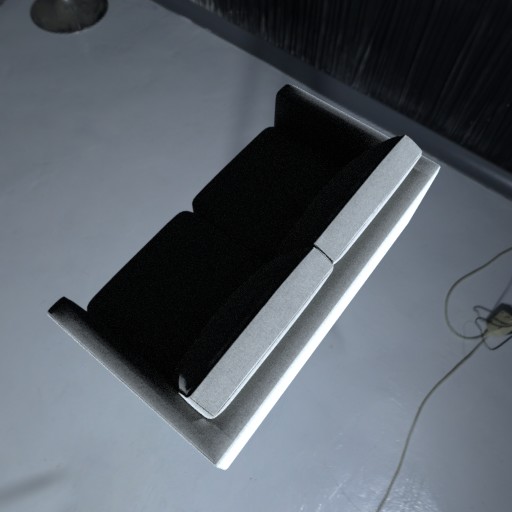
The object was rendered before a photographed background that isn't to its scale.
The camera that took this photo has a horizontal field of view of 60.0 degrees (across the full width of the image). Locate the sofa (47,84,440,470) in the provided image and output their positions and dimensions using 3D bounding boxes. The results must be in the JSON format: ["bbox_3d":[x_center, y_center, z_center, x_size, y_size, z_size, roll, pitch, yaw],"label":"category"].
[{"bbox_3d":[0.000,0.000,2.276,1.000,0.900,1.731,35,68,16],"label":"sofa"}]
